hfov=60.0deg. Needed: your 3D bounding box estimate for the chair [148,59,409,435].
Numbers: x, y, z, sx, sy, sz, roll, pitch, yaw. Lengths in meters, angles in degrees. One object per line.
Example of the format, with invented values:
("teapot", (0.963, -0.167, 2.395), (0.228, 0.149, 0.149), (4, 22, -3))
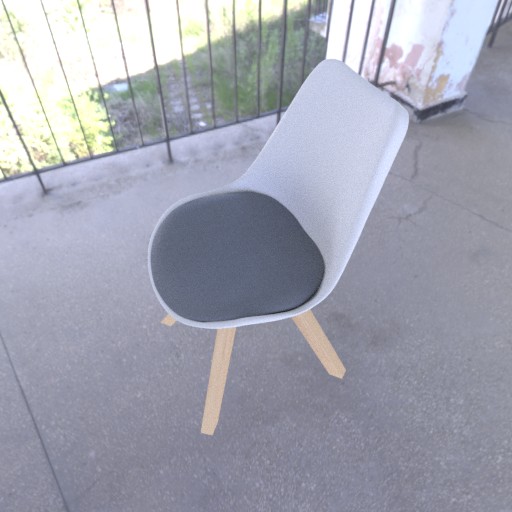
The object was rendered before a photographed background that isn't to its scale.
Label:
("chair", (0.000, 0.000, 1.162), (0.550, 0.850, 0.485), (-18, 49, -16))
